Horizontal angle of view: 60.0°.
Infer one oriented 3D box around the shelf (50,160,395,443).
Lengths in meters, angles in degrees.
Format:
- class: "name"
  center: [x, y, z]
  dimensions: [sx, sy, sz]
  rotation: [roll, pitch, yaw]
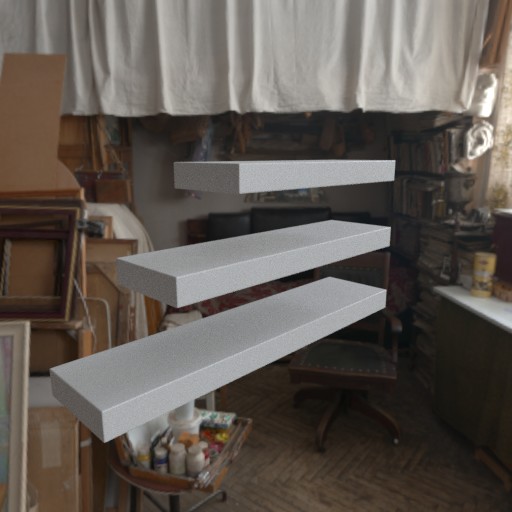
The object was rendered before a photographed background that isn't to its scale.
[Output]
- class: "shelf"
  center: [0.000, 0.000, 0.705]
  dimensions: [0.140, 0.293, 0.610]
  rotation: [12, 18, 43]
